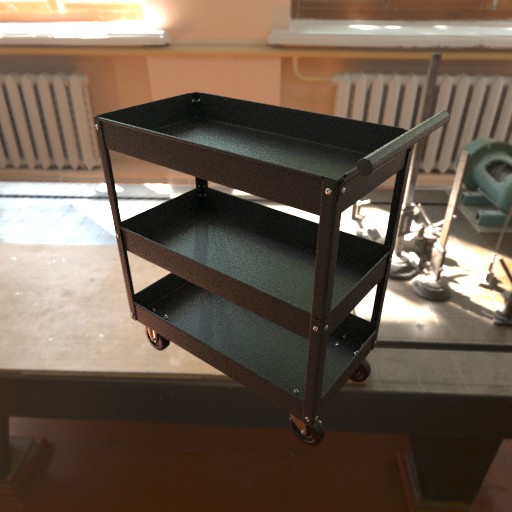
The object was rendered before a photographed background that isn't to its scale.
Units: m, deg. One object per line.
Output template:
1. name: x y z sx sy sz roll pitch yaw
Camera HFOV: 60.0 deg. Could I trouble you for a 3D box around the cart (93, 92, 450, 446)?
1. cart: 0.000 0.000 1.166 0.719 0.780 0.366 22 38 31
